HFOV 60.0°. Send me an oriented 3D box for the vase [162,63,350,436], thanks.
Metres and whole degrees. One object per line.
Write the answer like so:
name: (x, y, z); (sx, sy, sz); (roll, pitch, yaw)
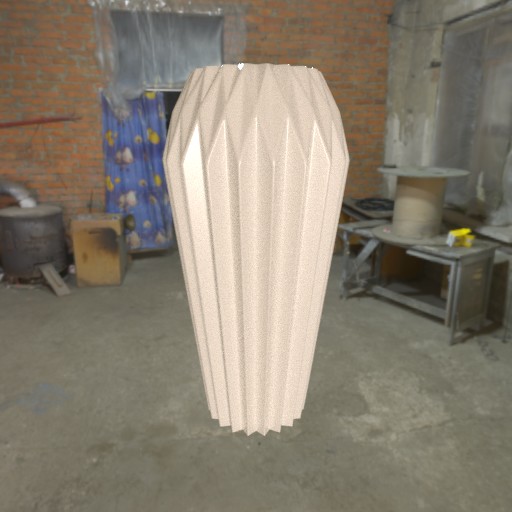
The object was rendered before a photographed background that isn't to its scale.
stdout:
vase: (0.000, 0.000, 0.341); (0.133, 0.263, 0.133); (0, 16, 0)
